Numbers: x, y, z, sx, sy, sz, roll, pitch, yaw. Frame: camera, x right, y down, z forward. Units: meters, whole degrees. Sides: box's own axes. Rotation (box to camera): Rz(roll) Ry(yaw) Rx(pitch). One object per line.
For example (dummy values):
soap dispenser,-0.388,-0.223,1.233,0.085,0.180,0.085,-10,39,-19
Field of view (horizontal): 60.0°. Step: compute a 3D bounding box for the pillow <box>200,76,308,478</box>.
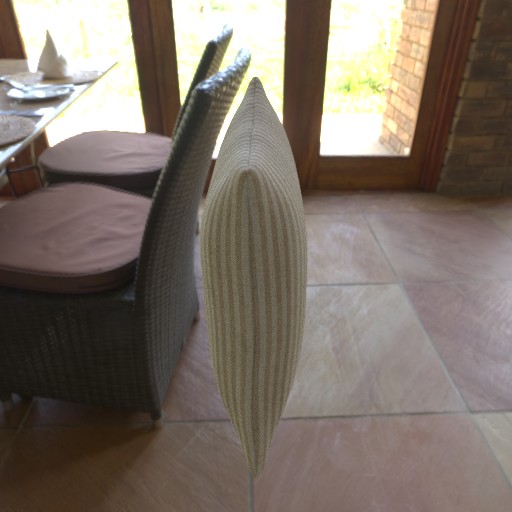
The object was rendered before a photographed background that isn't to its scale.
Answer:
pillow,0.000,0.000,0.785,0.166,0.510,0.523,0,32,1
